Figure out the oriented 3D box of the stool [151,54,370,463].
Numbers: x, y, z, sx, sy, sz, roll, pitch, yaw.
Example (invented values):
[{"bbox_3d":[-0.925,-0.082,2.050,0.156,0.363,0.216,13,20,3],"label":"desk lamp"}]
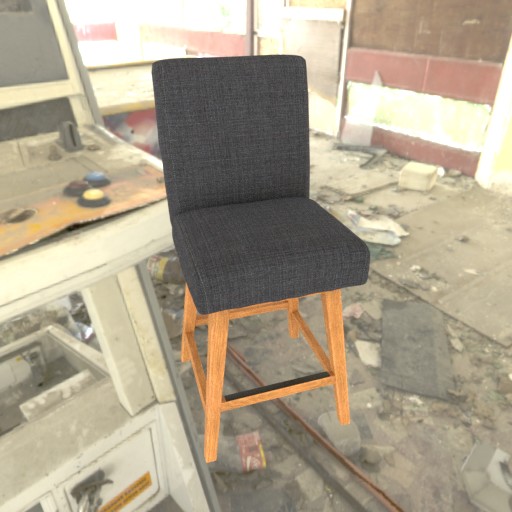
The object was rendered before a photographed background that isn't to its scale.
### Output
[{"bbox_3d":[0.000,0.000,1.279,0.459,1.010,0.526,-9,32,-15],"label":"stool"}]
